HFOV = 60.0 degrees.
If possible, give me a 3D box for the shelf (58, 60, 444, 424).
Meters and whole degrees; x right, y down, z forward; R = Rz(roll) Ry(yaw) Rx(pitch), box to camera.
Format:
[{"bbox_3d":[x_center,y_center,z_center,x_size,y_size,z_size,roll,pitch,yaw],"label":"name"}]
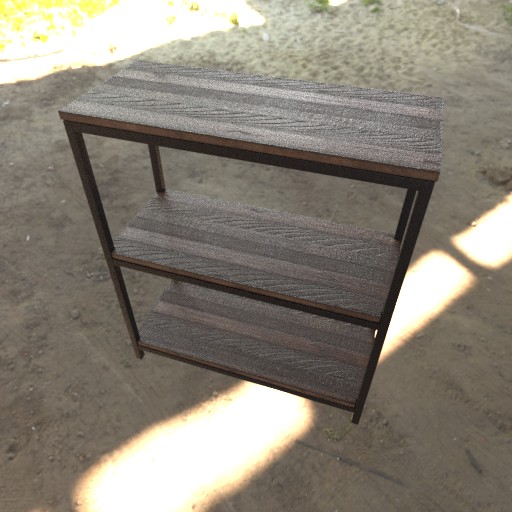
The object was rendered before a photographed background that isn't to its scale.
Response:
[{"bbox_3d":[0.000,0.000,1.342,0.822,0.947,0.352,13,44,14],"label":"shelf"}]
